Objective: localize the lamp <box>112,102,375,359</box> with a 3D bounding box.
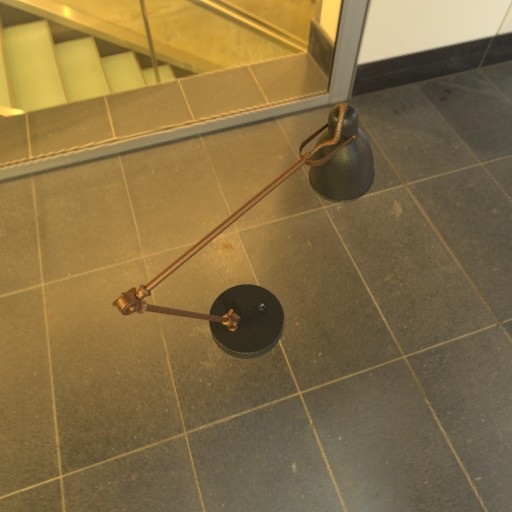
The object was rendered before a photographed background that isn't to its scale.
[{"bbox_3d":[0.000,0.000,0.888,0.561,0.587,0.187,-34,64,-19],"label":"lamp"}]
